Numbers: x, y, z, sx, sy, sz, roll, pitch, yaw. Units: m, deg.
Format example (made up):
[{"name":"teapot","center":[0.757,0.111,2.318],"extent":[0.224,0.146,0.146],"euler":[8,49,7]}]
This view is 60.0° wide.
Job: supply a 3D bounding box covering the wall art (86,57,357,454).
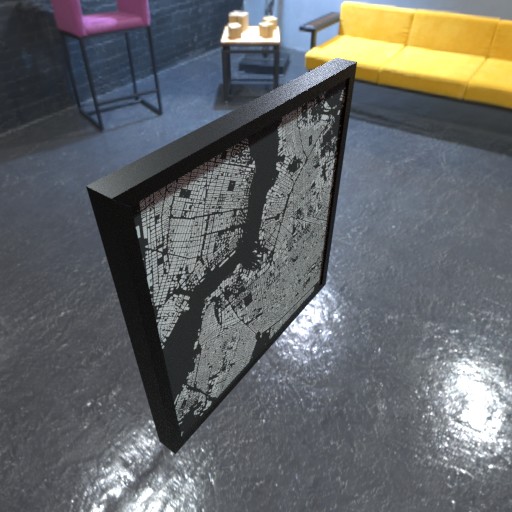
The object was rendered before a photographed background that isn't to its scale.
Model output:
[{"name":"wall art","center":[0.000,0.000,0.741],"extent":[0.038,0.506,0.506],"euler":[26,47,27]}]
